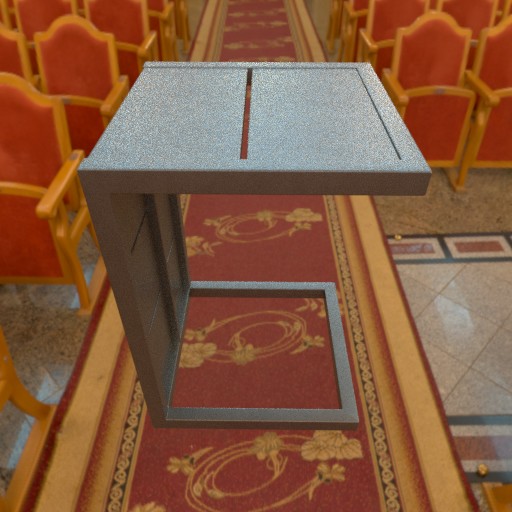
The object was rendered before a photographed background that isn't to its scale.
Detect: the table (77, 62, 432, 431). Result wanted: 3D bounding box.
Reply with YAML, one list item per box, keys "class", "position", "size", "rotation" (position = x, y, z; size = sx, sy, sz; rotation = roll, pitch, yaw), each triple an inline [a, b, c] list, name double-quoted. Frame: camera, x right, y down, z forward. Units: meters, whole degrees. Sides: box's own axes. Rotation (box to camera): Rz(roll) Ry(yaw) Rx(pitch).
- class: "table"
  position: [0.000, 0.000, 0.873]
  size: [0.420, 0.609, 0.405]
  rotation: [1, 40, 1]
